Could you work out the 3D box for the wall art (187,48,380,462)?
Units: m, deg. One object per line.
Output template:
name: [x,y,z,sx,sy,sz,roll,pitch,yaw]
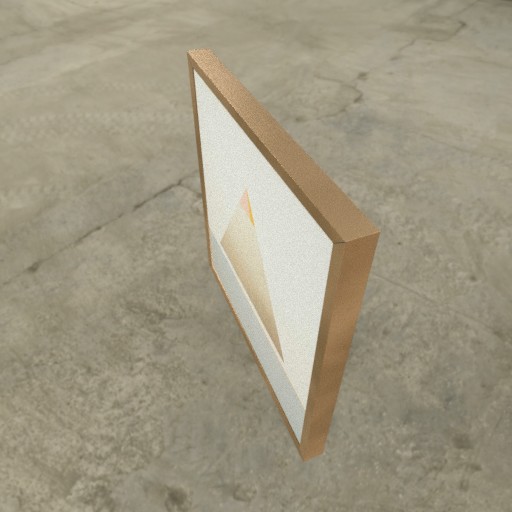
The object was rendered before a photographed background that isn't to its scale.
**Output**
wall art: [0.000,0.000,0.755,0.038,0.511,0.513,-16,47,-16]
